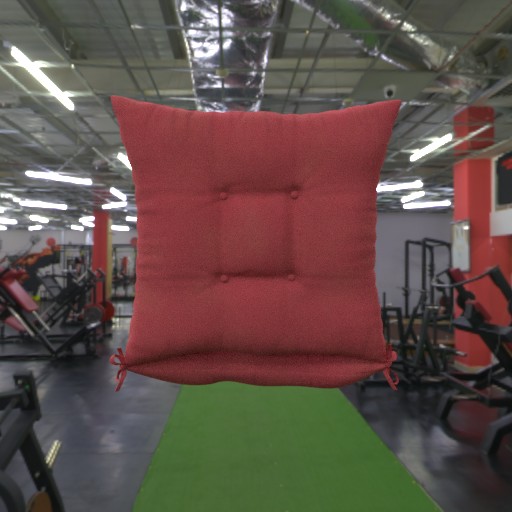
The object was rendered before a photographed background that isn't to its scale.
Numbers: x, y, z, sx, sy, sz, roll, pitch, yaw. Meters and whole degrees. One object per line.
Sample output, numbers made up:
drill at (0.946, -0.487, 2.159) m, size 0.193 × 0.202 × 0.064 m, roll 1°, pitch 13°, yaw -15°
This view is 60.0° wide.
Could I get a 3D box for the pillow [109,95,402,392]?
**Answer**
pillow at (0.000, 0.000, 1.000) m, size 0.541 × 0.536 × 0.585 m, roll 0°, pitch -1°, yaw -1°
